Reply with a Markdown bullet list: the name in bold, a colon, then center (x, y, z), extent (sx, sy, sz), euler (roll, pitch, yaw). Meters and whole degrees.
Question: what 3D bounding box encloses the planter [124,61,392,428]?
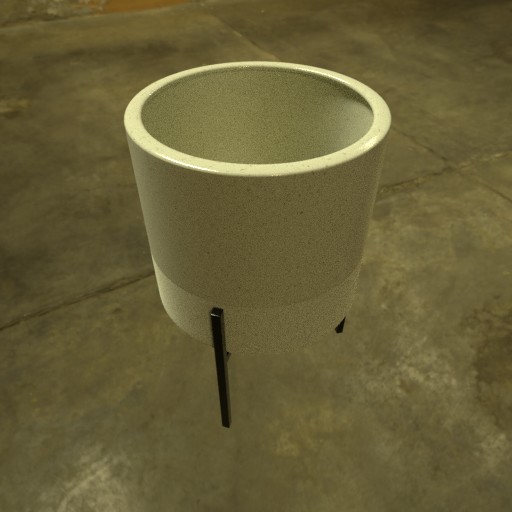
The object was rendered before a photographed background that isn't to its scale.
- **planter**: center (0.000, 0.000, 0.331), extent (0.152, 0.230, 0.159), euler (12, 43, 13)
